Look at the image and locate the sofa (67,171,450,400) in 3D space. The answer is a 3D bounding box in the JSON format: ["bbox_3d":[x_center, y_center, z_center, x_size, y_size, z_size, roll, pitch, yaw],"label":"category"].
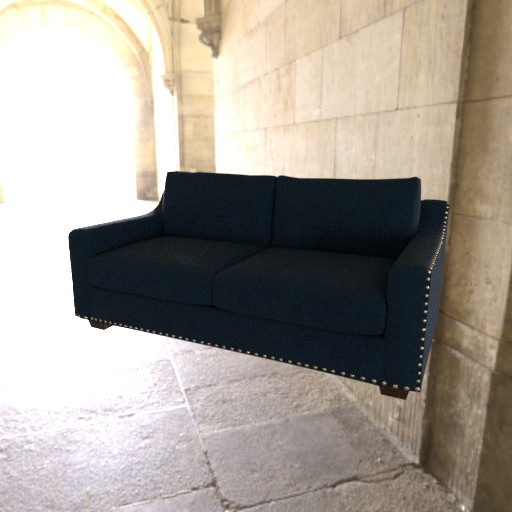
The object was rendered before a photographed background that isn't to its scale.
[{"bbox_3d":[0.000,0.000,2.753,2.107,0.983,1.104,7,15,25],"label":"sofa"}]
